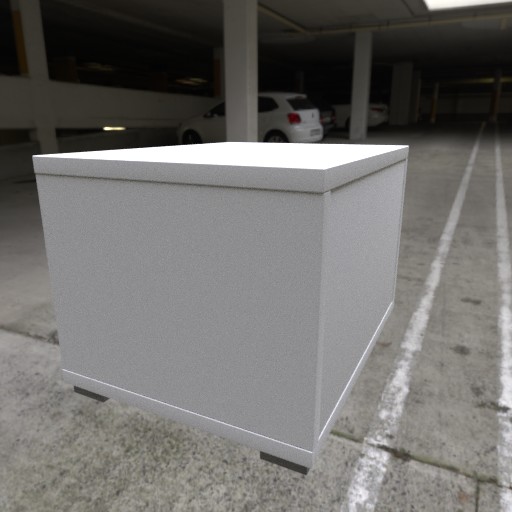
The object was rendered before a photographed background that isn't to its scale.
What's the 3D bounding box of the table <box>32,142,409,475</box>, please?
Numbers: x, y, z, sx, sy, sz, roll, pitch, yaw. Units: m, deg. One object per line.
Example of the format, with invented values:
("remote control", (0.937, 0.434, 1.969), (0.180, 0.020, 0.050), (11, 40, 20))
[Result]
("table", (0.000, 0.000, 0.766), (0.399, 0.357, 0.517), (8, 18, 25))
